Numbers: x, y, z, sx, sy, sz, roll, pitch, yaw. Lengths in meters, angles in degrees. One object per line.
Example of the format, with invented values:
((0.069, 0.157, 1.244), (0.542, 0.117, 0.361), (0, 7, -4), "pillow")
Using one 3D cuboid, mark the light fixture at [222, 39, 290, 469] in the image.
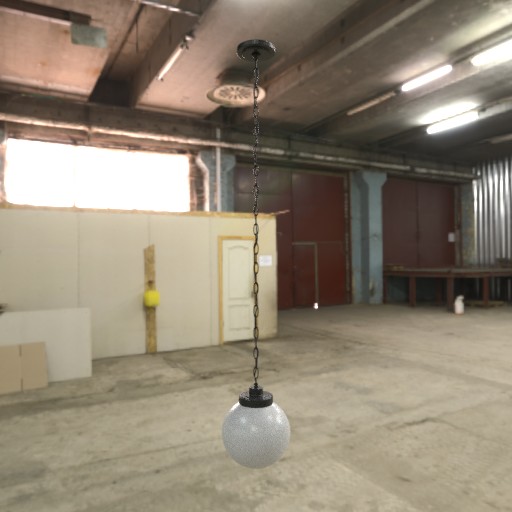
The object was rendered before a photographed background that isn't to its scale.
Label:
((0.000, 0.000, 1.987), (0.304, 1.867, 0.305), (0, -1, -1), "light fixture")
